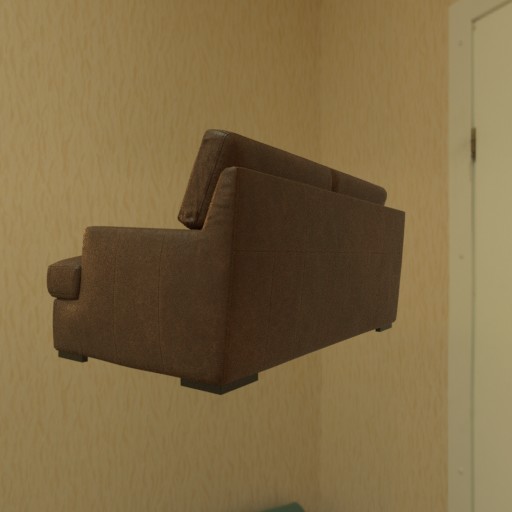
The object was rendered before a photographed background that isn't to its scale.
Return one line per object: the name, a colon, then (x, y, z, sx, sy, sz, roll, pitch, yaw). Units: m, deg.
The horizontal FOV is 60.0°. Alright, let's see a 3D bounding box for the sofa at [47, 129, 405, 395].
sofa: (0.000, 0.000, 2.479, 1.143, 0.939, 1.880, 0, 0, 35)
